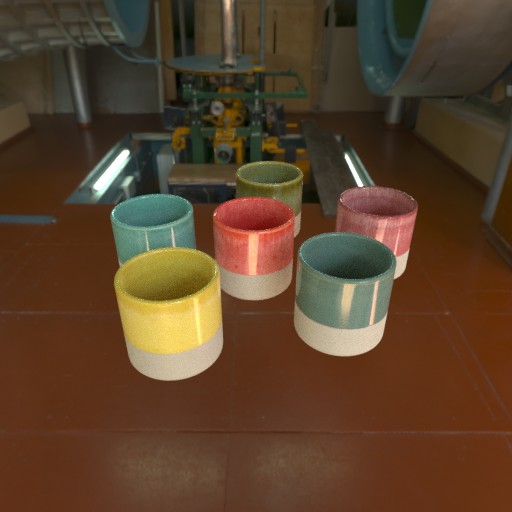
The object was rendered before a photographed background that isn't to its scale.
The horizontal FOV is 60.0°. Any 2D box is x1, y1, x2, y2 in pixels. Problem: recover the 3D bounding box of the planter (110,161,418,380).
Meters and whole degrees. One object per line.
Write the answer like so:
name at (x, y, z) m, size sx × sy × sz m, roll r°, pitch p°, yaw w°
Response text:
planter at (0.000, 0.000, 0.411) m, size 0.257 × 0.075 × 0.286 m, roll 20°, pitch 36°, yaw 29°
